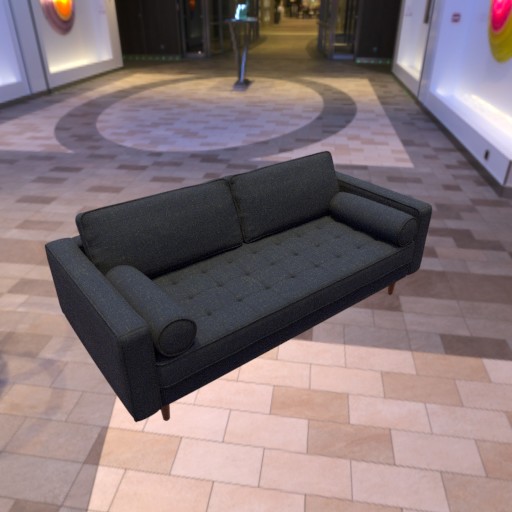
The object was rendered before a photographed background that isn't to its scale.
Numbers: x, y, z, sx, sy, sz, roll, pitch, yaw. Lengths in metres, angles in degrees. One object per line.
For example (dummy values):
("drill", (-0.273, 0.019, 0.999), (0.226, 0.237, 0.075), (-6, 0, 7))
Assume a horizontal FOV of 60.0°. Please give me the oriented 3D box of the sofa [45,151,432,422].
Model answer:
("sofa", (0.000, 0.000, 2.392), (1.880, 0.762, 0.914), (-21, 36, -32))
